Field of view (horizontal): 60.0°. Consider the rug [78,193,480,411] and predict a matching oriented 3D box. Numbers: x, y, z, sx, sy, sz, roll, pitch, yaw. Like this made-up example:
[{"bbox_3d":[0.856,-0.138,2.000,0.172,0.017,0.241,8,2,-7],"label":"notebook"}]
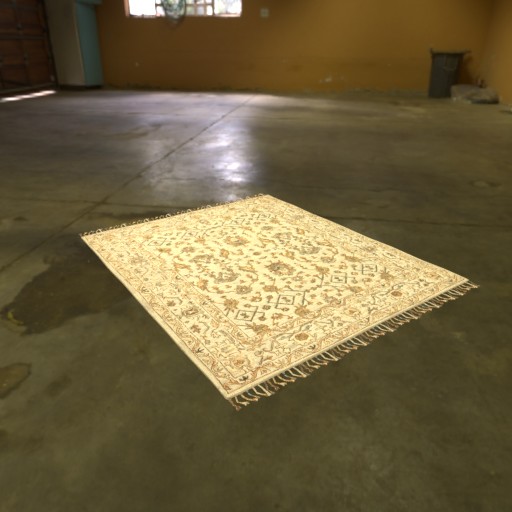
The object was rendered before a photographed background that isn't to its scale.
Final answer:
[{"bbox_3d":[0.000,0.000,4.162,2.426,0.034,3.061,-17,31,-31],"label":"rug"}]
